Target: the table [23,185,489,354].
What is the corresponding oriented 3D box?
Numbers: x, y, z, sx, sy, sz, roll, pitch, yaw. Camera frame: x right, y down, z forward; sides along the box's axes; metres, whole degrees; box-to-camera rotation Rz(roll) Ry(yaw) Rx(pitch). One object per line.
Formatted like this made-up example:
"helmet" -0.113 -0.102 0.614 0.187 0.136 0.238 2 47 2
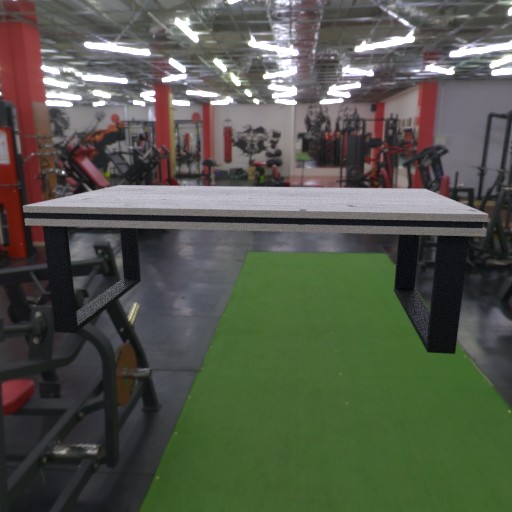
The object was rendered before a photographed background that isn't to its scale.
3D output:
"table" 0.000 0.000 1.666 1.350 0.450 0.700 2 14 7
